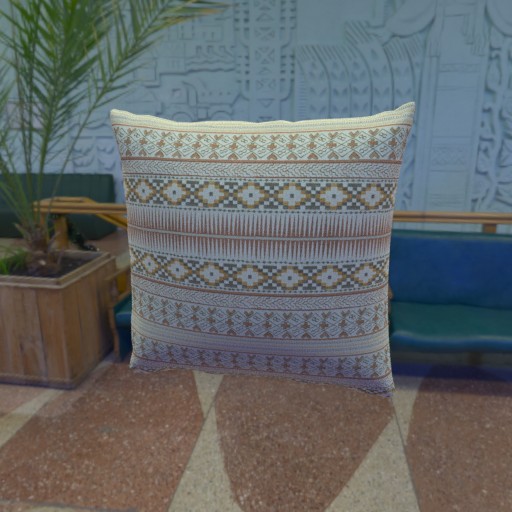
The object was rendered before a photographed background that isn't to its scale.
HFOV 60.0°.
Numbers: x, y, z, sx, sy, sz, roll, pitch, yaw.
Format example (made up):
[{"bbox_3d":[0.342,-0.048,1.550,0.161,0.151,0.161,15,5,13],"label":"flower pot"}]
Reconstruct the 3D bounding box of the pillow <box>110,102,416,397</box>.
[{"bbox_3d":[0.000,0.000,0.797,0.521,0.519,0.215,3,16,10],"label":"pillow"}]
